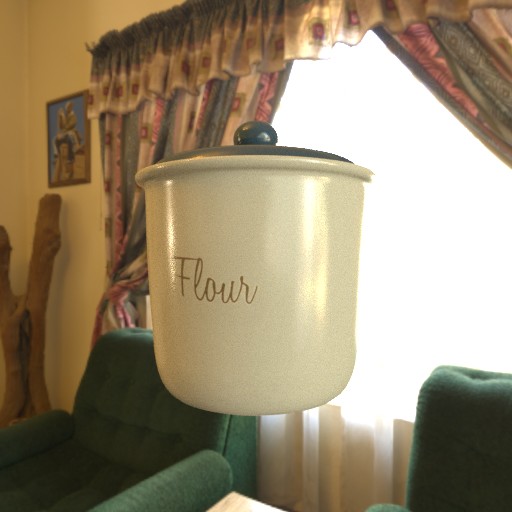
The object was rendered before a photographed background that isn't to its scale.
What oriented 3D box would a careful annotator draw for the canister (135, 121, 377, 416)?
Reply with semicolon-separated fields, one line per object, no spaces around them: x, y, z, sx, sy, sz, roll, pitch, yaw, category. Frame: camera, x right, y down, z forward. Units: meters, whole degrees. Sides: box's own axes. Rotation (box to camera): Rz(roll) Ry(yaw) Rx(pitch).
0.000;0.000;0.346;0.182;0.208;0.182;0;1;0;canister
